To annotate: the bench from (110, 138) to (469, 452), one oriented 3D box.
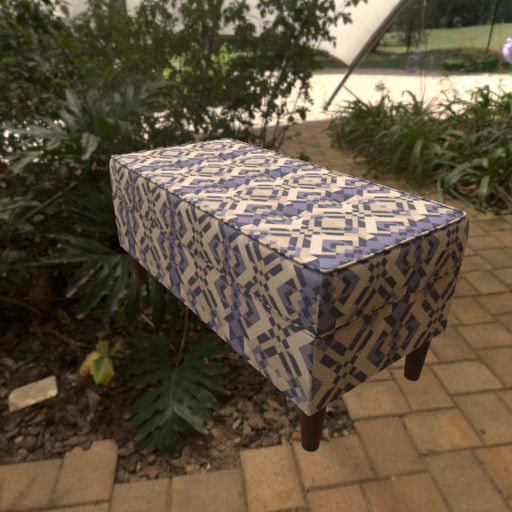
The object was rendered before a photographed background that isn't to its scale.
[{"bbox_3d":[0.000,0.000,1.325,0.492,0.477,1.016,-19,32,-32],"label":"bench"}]
